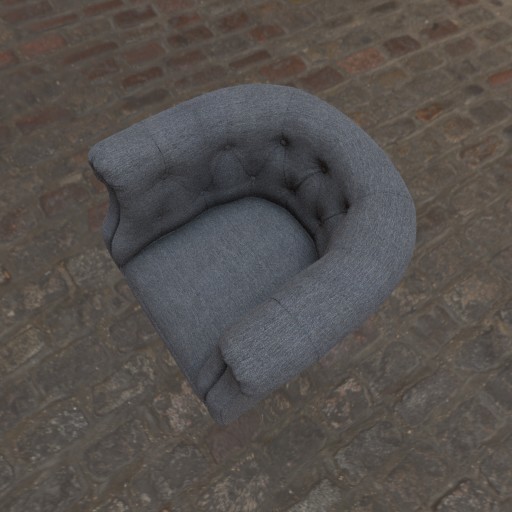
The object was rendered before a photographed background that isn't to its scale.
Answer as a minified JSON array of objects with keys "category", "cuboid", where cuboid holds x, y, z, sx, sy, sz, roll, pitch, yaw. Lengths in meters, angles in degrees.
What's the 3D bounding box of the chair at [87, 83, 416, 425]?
[{"category":"chair","cuboid":[0.000,0.000,1.572,0.852,0.827,0.905,-32,68,-15]}]
